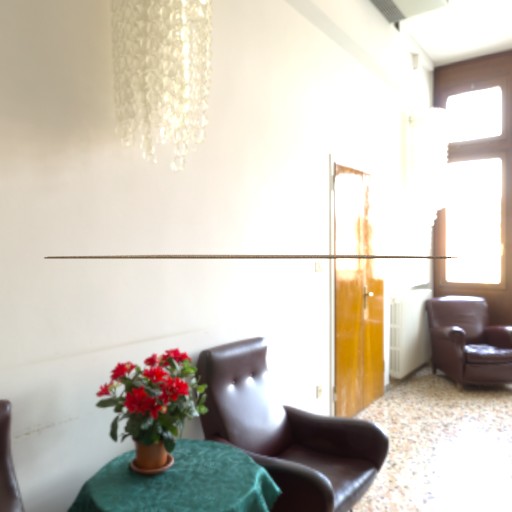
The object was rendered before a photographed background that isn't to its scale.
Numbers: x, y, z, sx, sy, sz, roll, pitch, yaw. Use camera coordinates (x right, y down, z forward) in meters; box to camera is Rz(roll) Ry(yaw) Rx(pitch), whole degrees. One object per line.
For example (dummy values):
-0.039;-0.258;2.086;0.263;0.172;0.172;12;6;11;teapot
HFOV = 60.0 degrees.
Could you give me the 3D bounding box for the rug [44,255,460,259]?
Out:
0.000;0.000;4.067;2.406;0.012;3.034;0;0;1;rug
